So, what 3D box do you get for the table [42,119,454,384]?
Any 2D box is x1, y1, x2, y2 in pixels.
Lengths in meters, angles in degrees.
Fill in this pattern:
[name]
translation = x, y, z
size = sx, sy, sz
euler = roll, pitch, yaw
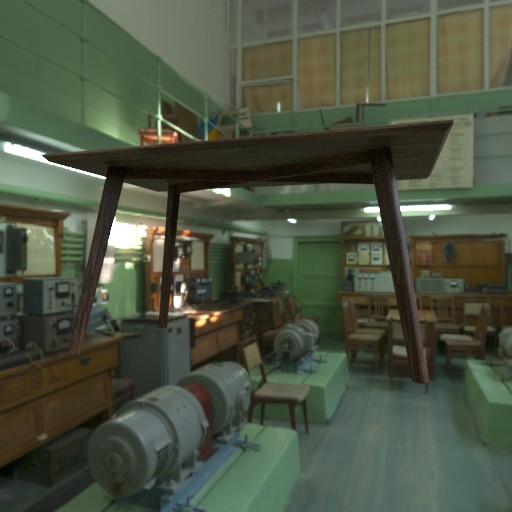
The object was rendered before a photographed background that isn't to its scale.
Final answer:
[table]
translation = 0.000, 0.000, 1.758
size = 1.349, 0.724, 0.801
euler = 0, 0, 17
